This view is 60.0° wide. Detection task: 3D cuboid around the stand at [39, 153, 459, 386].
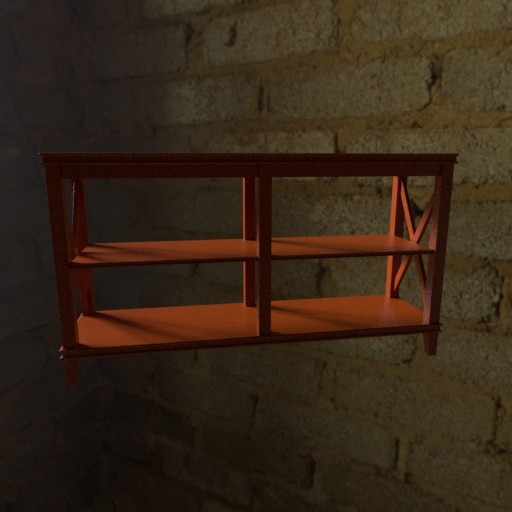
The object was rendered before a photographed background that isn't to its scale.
[{"bbox_3d":[0.000,0.000,1.692,1.372,0.762,0.381,-2,13,-10],"label":"stand"}]
